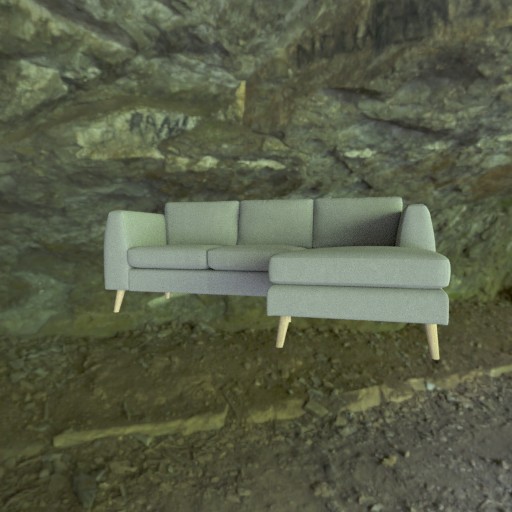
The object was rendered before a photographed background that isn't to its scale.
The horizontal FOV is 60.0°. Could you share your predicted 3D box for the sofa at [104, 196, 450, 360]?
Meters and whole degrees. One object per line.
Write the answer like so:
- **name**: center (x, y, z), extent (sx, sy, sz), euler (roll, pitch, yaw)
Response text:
- **sofa**: center (0.000, 0.000, 3.030), extent (2.300, 0.860, 1.580), euler (1, 2, 17)
